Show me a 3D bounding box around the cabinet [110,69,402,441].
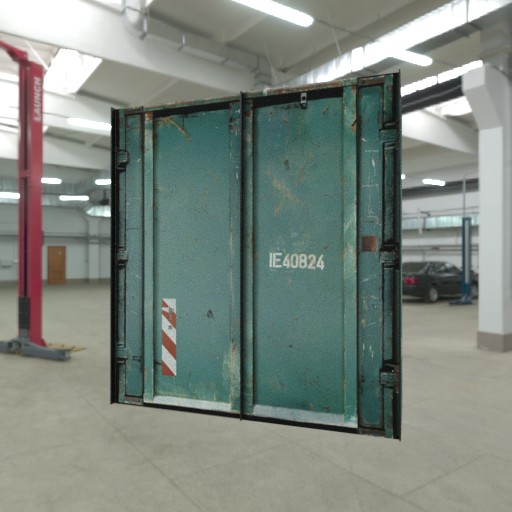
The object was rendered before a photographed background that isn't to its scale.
[{"bbox_3d":[0.000,0.000,3.207,2.000,2.160,0.680,0,0,19],"label":"cabinet"}]
